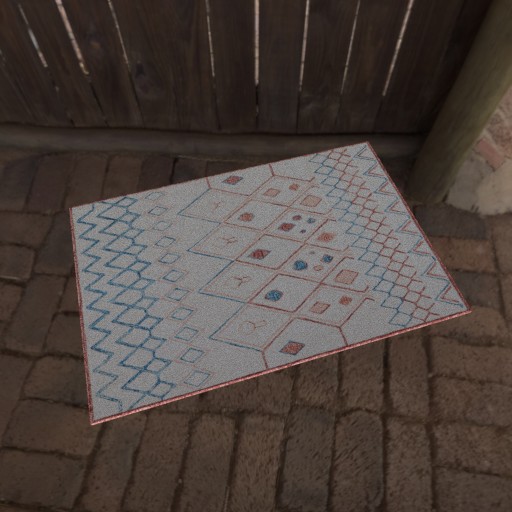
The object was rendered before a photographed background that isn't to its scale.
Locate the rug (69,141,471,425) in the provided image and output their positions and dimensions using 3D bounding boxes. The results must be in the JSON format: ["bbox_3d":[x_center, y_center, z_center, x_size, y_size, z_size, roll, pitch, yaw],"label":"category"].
[{"bbox_3d":[0.000,0.000,2.328,1.829,0.016,1.219,-14,59,-9],"label":"rug"}]
